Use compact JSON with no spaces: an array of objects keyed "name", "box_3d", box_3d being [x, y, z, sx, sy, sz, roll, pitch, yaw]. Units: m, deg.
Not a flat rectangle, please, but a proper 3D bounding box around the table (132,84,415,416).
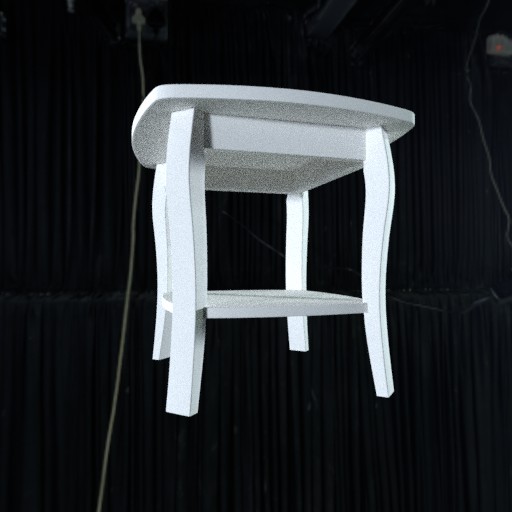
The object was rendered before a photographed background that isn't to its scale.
[{"name":"table","box_3d":[0.000,0.000,0.834,0.451,0.438,0.502,0,-1,-16]}]
